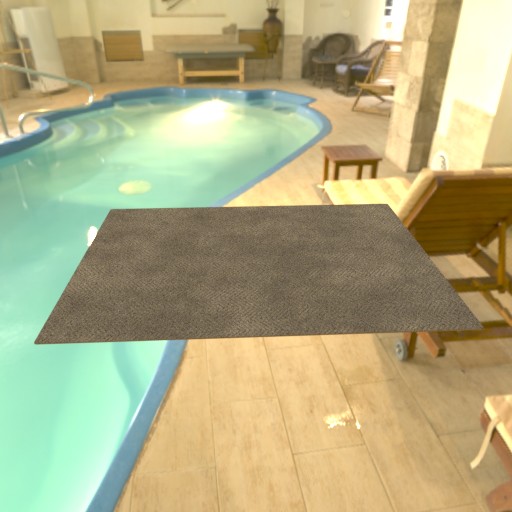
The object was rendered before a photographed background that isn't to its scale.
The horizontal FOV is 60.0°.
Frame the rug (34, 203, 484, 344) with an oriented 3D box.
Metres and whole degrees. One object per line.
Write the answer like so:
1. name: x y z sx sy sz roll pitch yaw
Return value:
1. rug: 0.000 0.000 2.884 2.235 0.008 1.600 -1 30 -2
